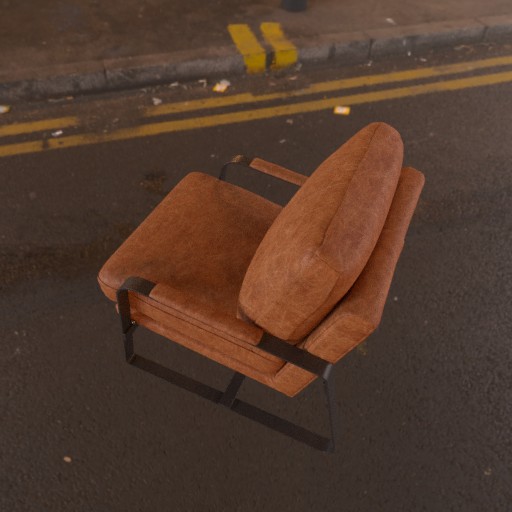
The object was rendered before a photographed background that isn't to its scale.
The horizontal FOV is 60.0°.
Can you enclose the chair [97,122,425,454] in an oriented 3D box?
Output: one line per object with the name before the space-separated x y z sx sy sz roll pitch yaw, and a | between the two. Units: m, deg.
chair | 0.000 0.000 1.352 0.801 0.777 0.651 19 50 16
